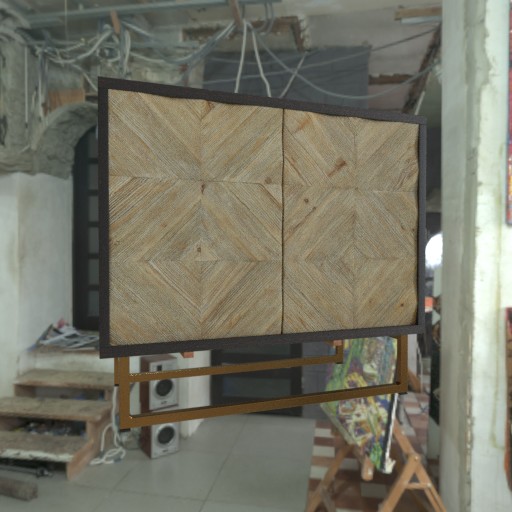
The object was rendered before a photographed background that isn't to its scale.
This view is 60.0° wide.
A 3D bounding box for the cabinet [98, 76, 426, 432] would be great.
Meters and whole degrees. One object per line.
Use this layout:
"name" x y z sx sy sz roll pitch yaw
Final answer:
"cabinet" 0.000 0.000 1.421 0.950 0.860 0.451 0 1 -20
